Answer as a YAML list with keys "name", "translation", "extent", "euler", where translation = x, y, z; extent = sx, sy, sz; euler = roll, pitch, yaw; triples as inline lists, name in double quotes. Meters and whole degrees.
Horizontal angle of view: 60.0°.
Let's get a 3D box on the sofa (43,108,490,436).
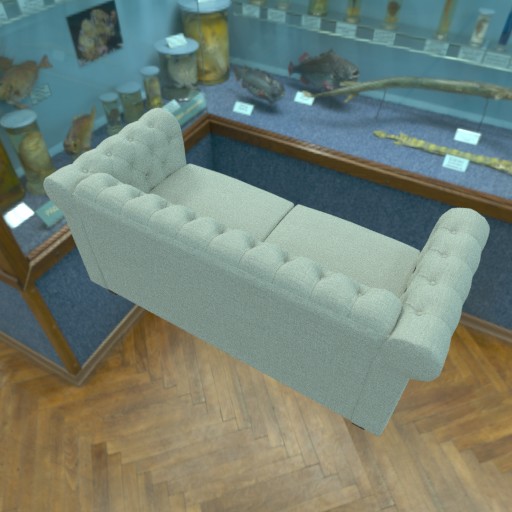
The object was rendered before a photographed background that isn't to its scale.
- name: "sofa"
  translation: [0.000, 0.000, 2.137]
  extent: [1.798, 0.797, 0.783]
  euler: [24, 51, 21]
